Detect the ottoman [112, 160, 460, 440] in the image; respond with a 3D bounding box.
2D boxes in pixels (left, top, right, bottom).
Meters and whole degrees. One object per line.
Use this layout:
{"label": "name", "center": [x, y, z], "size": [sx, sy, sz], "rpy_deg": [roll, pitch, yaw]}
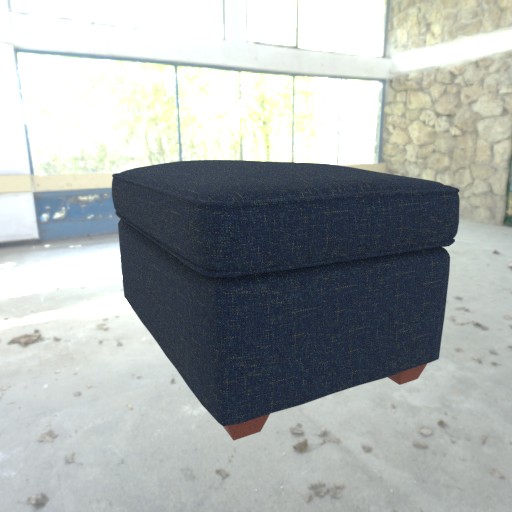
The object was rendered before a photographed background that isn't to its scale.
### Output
{"label": "ottoman", "center": [0.000, 0.000, 1.080], "size": [0.549, 0.450, 0.749], "rpy_deg": [-7, 16, -27]}
